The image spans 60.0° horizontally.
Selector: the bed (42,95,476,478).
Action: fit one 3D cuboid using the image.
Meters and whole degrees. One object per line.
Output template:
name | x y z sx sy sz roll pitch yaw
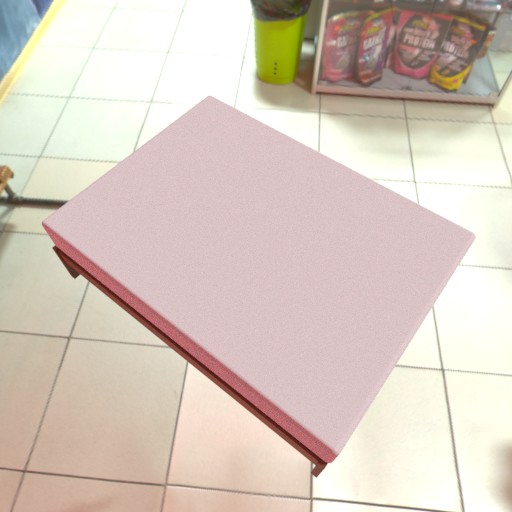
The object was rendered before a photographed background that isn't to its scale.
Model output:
bed | 0.000 0.000 2.796 2.050 0.593 1.529 33 63 20
